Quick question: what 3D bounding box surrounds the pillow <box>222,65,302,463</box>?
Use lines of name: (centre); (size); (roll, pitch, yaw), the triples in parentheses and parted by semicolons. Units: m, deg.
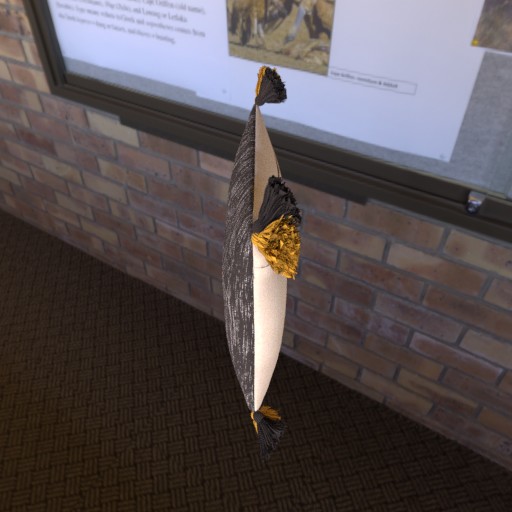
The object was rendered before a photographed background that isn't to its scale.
pillow: (0.000, 0.000, 0.964); (0.139, 0.659, 0.654); (0, 41, 0)
